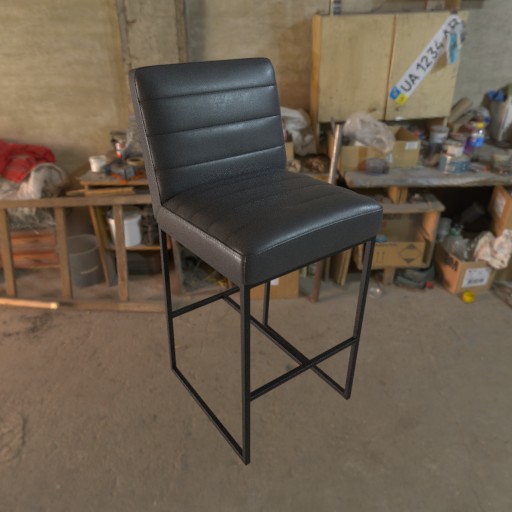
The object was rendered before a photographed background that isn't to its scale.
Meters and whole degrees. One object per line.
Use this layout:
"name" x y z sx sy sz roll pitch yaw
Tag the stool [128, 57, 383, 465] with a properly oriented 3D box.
"stool" 0.000 0.000 1.330 0.457 1.040 0.552 -20 35 -31
